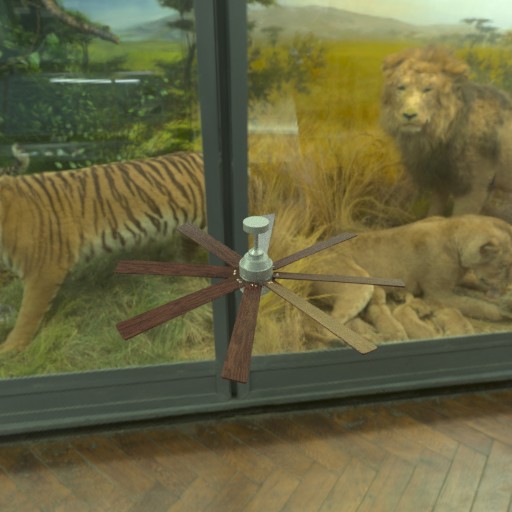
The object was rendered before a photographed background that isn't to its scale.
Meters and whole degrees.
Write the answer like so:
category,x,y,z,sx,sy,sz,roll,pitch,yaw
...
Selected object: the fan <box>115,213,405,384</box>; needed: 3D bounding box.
category,x,y,z,sx,sy,sz,roll,pitch,yaw
fan,0.000,0.000,2.753,1.830,0.472,1.830,-22,36,-33
